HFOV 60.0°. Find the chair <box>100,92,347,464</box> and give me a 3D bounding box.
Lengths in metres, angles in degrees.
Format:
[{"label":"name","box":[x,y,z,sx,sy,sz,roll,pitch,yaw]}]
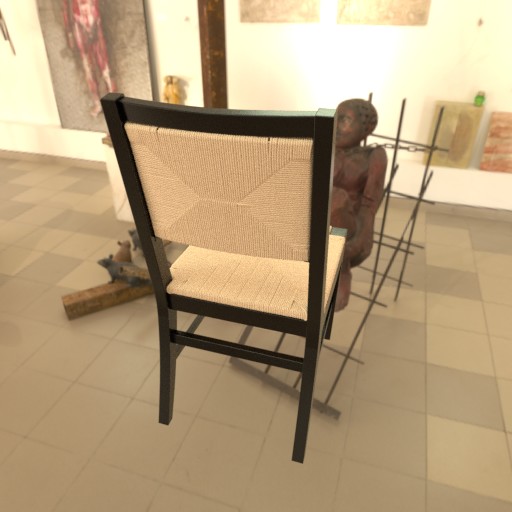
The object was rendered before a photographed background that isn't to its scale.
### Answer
[{"label":"chair","box":[0.000,0.000,1.219,0.437,0.927,0.552,9,33,15]}]
